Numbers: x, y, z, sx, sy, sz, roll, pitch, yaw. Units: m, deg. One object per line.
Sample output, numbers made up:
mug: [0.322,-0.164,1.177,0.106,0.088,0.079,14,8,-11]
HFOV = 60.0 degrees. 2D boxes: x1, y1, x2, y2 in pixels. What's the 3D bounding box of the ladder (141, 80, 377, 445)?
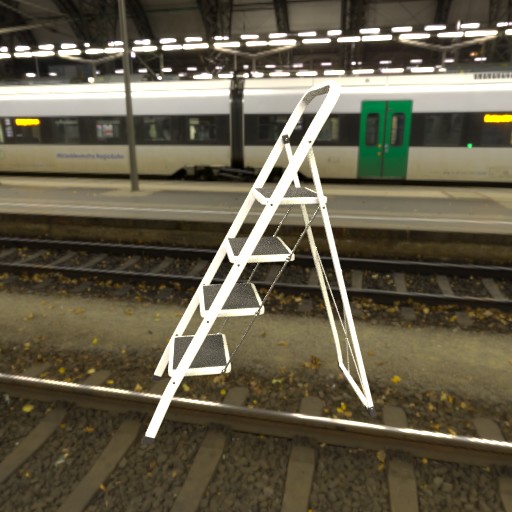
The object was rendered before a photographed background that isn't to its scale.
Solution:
ladder: [0.000,0.000,1.728,0.914,1.265,0.460,-2,16,-8]
